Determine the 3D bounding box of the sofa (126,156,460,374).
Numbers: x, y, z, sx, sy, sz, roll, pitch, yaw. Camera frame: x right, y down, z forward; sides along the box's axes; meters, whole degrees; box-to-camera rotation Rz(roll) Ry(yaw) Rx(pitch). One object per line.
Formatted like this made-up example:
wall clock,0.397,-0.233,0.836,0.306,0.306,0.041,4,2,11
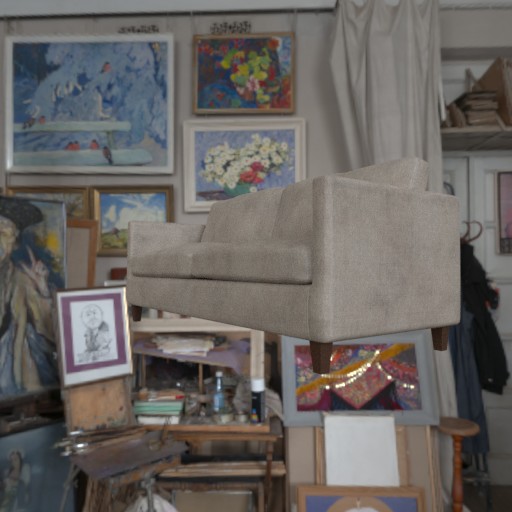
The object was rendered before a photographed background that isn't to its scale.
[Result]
sofa,0.000,0.000,2.803,0.951,0.965,2.208,1,-2,-36
